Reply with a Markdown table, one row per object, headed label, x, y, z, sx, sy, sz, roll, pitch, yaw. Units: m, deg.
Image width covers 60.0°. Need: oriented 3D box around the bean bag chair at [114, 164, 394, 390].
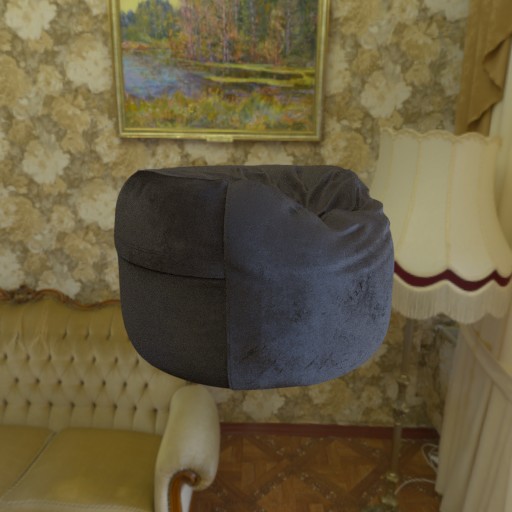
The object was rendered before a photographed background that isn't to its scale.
| label | x | y | z | sx | sy | sz | roll | pitch | yaw |
| --- | --- | --- | --- | --- | --- | --- | --- | --- | --- |
| bean bag chair | 0.000 | 0.000 | 1.525 | 0.918 | 0.605 | 0.918 | 0 | 14 | 0 |
